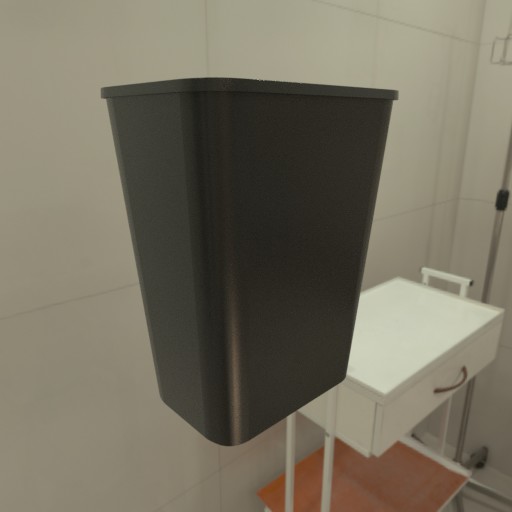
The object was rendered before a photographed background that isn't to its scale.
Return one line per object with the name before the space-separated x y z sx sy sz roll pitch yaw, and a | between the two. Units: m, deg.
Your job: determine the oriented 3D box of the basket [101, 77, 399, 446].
basket | 0.000 0.000 0.740 0.394 0.521 0.287 -15 23 -40
